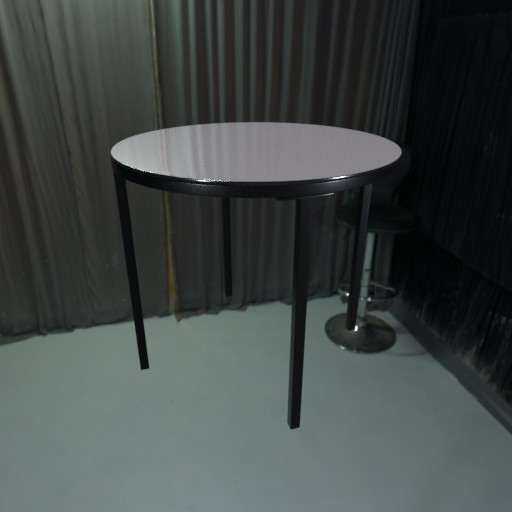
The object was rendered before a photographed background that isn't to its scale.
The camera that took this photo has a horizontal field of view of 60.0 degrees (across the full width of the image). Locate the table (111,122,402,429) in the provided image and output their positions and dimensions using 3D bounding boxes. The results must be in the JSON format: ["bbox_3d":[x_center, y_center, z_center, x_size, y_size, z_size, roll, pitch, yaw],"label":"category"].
[{"bbox_3d":[0.000,0.000,0.885,0.499,0.443,0.499,0,25,0],"label":"table"}]
